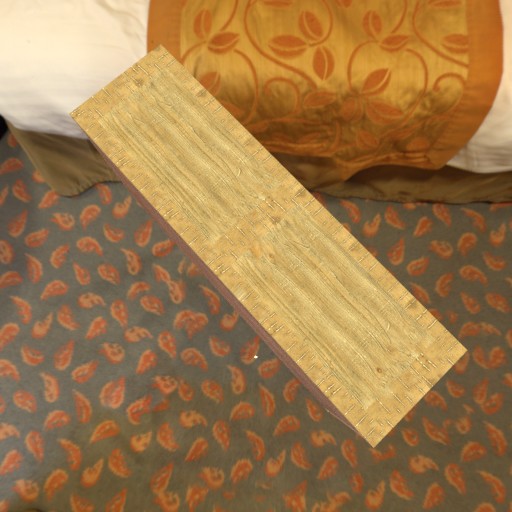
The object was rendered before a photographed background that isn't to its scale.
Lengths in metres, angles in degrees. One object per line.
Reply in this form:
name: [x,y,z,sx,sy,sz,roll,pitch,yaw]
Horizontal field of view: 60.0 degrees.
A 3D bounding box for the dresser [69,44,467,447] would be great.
dresser: [0.000,0.000,2.098,0.457,1.016,1.626,-42,80,-9]
